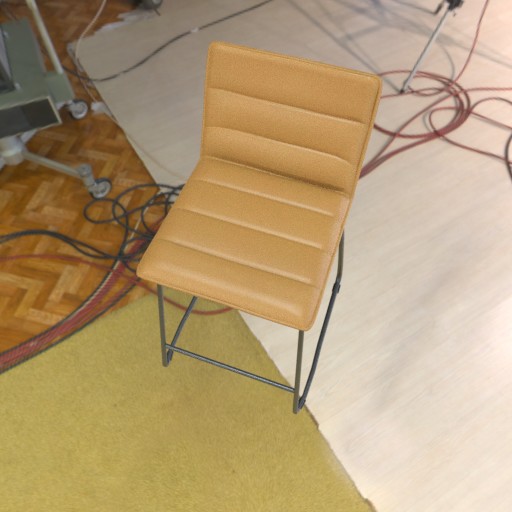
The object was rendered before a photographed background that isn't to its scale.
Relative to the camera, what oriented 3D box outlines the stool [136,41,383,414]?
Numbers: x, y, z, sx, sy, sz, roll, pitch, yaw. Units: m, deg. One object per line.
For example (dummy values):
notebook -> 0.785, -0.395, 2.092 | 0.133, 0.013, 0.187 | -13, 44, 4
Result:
stool -> 0.000, 0.000, 1.177 | 0.489, 0.866, 0.524 | 17, 60, 10
